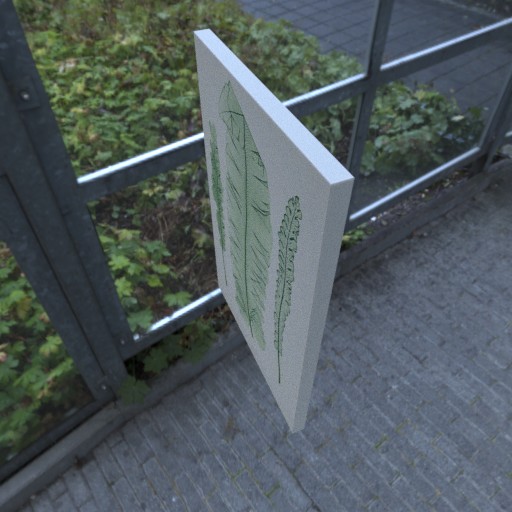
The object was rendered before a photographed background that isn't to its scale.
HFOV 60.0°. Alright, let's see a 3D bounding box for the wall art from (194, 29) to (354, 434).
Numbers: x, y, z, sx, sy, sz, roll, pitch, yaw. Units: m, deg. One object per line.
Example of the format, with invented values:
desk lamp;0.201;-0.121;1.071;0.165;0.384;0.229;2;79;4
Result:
wall art;0.000;0.000;1.157;0.038;0.914;0.610;-18;50;-16
